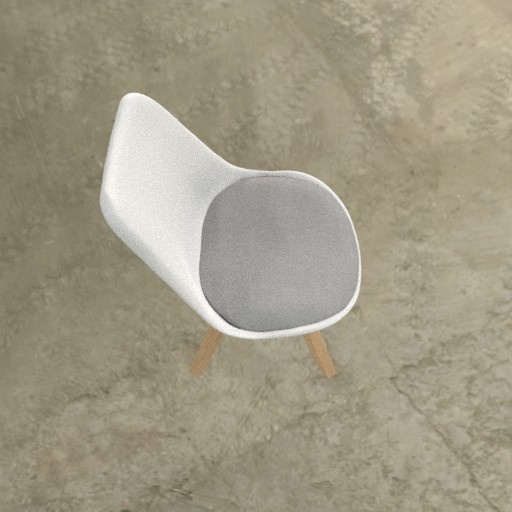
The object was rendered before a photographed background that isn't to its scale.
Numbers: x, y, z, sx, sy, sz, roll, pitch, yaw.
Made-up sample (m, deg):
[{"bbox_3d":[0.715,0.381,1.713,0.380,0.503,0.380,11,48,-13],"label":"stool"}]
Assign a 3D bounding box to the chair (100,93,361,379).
[{"bbox_3d":[0.000,0.000,1.172,0.550,0.850,0.485,1,62,0],"label":"chair"}]
